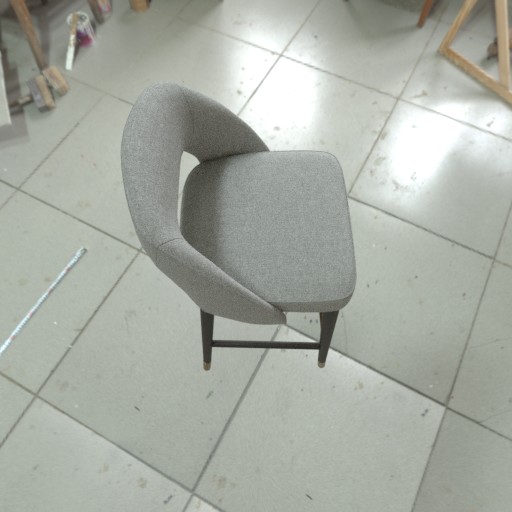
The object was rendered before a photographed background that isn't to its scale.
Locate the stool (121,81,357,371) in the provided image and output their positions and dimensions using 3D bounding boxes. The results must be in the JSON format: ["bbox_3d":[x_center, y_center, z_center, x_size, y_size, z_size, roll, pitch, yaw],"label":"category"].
[{"bbox_3d":[0.000,0.000,1.299,0.509,1.037,0.494,-1,64,-1],"label":"stool"}]
